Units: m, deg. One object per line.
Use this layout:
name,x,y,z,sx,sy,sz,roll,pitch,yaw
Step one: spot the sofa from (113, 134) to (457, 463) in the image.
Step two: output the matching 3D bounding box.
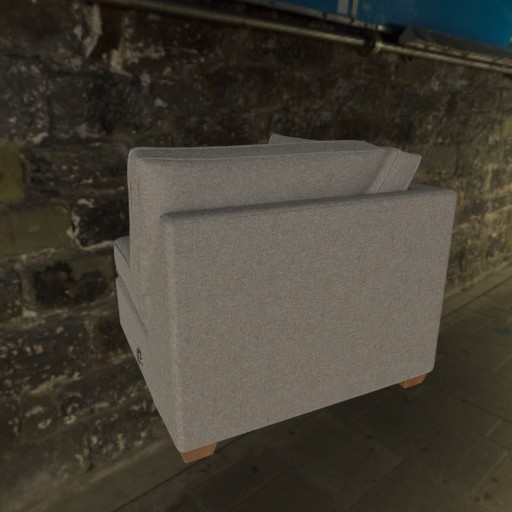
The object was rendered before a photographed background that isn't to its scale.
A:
sofa,0.000,0.000,1.942,1.146,1.002,1.084,-9,19,-25
